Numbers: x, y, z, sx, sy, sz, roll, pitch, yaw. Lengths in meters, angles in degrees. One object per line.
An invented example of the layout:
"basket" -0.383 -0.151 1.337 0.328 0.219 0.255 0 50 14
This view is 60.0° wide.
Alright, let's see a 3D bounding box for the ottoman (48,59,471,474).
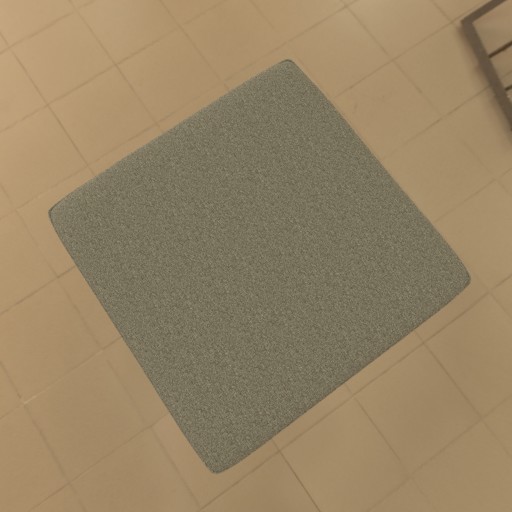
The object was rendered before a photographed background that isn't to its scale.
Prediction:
"ottoman" 0.000 0.000 1.587 1.015 0.464 1.005 -35 80 -7
